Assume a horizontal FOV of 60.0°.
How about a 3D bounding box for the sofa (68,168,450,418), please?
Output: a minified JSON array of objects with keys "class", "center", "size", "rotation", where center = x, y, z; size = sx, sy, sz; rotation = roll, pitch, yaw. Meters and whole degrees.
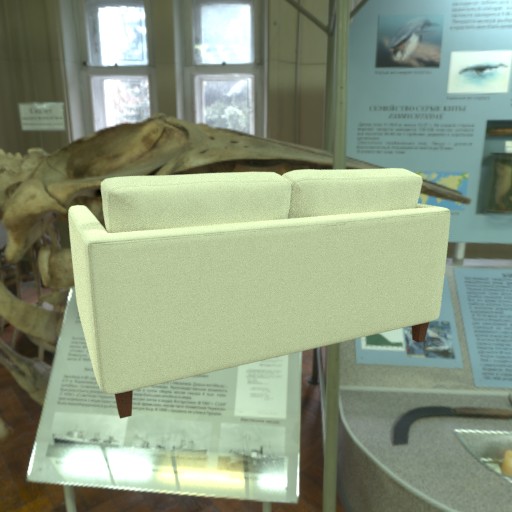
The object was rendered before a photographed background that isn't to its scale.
[{"class":"sofa","center":[0.000,0.000,2.265],"size":[1.702,0.888,0.964],"rotation":[-7,16,-25]}]
